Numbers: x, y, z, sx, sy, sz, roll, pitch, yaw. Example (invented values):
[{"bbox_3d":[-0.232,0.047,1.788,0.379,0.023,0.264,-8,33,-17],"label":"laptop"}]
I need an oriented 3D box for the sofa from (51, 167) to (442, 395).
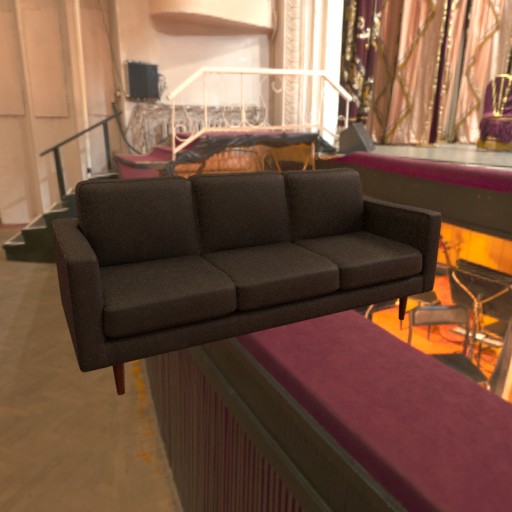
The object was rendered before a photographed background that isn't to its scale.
[{"bbox_3d":[0.000,0.000,2.519,2.029,0.899,0.879,-8,18,-26],"label":"sofa"}]
